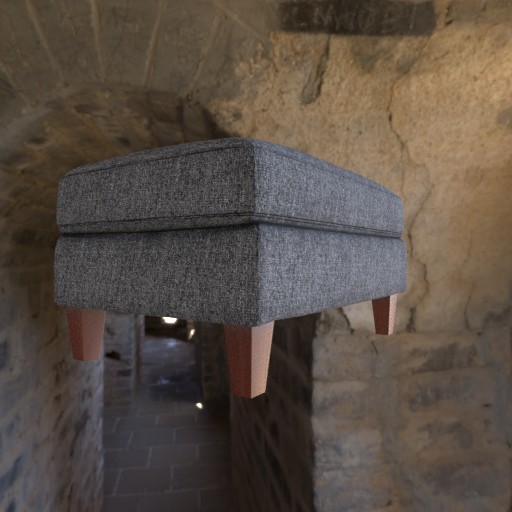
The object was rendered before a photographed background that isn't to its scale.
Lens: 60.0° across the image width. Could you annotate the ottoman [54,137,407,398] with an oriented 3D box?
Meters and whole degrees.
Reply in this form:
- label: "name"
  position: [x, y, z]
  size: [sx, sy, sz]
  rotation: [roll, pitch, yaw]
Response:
- label: "ottoman"
  position: [0.000, 0.000, 1.210]
  size: [0.584, 0.483, 0.864]
  rotation: [0, 0, 34]
